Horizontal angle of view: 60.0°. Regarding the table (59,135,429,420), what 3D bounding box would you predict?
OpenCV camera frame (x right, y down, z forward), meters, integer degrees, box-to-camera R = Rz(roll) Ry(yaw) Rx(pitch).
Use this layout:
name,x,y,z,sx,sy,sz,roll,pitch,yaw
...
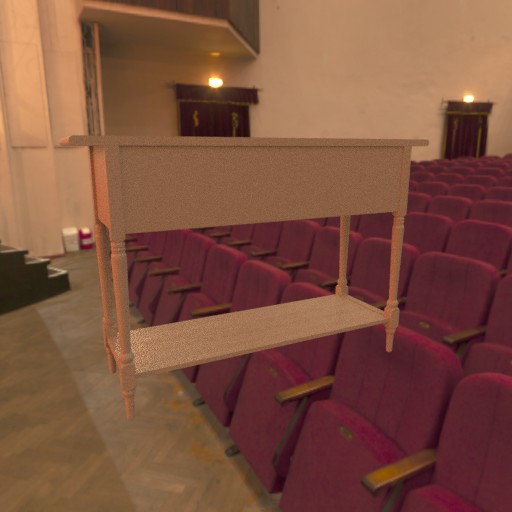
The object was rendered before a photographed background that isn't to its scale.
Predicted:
name,x,y,z,sx,sy,sz,roll,pitch,yaw
table,0.000,0.000,1.583,1.197,0.808,0.384,-7,15,-26
